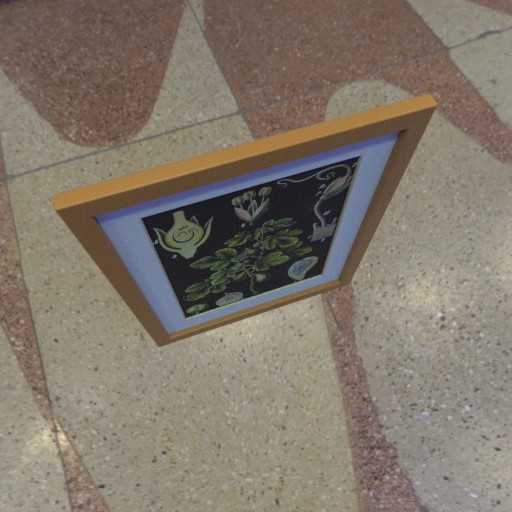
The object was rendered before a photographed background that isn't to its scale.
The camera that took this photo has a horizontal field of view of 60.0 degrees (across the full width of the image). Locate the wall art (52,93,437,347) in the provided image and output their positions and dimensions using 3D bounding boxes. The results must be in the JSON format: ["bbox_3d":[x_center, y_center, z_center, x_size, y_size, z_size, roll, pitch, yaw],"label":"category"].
[{"bbox_3d":[0.000,0.000,0.747,0.452,0.553,0.022,-17,65,-8],"label":"wall art"}]
